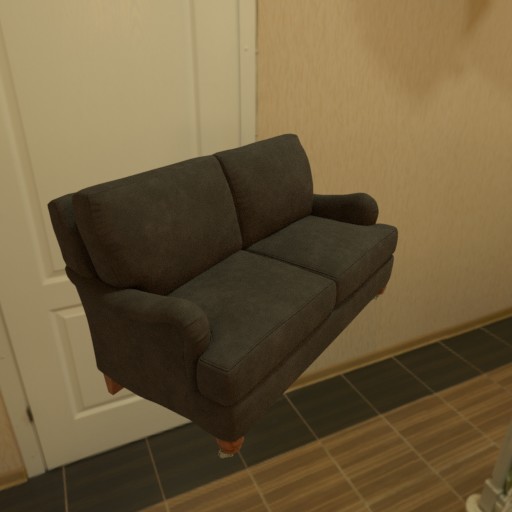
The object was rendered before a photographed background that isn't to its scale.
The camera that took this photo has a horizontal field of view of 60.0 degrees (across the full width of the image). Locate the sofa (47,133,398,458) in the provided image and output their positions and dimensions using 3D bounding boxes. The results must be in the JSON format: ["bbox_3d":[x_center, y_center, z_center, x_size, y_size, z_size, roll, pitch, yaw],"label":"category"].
[{"bbox_3d":[0.000,0.000,2.545,1.084,1.101,1.853,17,30,32],"label":"sofa"}]
